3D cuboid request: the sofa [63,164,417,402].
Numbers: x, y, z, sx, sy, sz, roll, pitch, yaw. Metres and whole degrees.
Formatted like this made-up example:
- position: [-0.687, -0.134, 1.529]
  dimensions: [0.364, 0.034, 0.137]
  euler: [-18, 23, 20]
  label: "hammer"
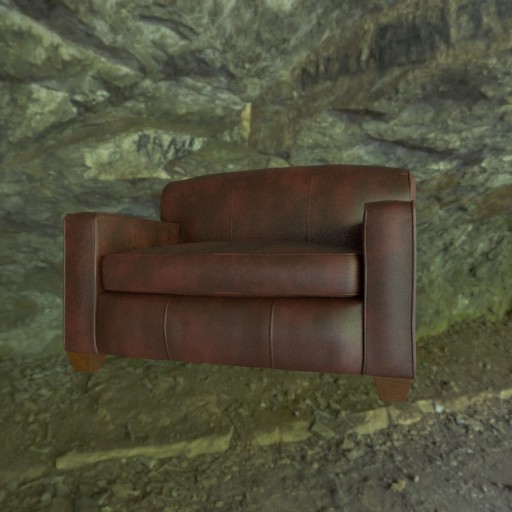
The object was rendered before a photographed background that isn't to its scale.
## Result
- position: [0.000, 0.000, 2.043]
  dimensions: [1.413, 0.956, 1.000]
  euler: [0, 0, 18]
  label: "sofa"
